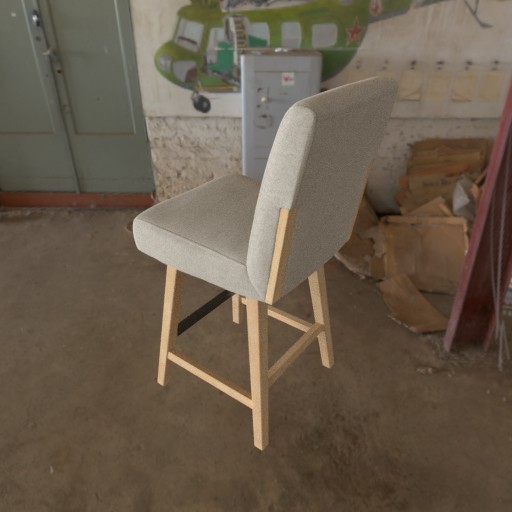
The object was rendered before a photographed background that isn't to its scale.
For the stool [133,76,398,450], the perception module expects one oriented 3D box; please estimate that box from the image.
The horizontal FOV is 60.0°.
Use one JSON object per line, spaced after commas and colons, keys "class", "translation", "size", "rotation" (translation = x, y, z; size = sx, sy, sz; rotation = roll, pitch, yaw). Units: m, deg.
{"class": "stool", "translation": [0.000, 0.000, 1.418], "size": [0.606, 1.085, 0.507], "rotation": [21, 36, 31]}
